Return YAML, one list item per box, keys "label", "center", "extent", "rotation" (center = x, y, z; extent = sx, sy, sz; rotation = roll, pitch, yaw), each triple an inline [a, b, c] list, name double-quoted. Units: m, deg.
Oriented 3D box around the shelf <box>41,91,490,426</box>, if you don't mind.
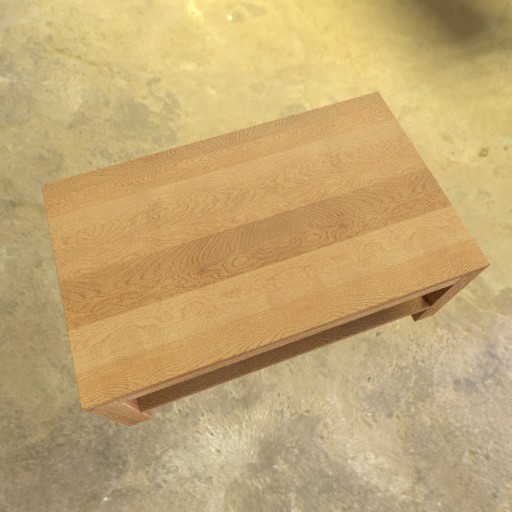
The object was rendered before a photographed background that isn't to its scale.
- label: "shelf"
  center: [0.000, 0.000, 1.505]
  extent: [1.150, 0.450, 0.700]
  rotation: [-18, 66, -8]
